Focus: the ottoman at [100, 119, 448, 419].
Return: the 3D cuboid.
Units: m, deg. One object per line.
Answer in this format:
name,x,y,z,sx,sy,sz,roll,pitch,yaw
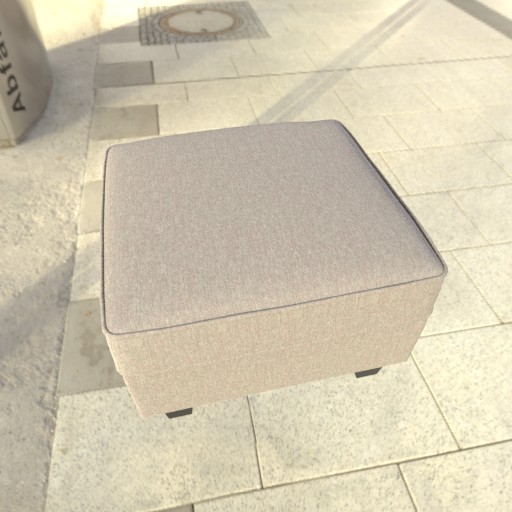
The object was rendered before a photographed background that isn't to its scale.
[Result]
ottoman,0.000,0.000,1.427,0.871,0.612,0.808,-9,46,-9
